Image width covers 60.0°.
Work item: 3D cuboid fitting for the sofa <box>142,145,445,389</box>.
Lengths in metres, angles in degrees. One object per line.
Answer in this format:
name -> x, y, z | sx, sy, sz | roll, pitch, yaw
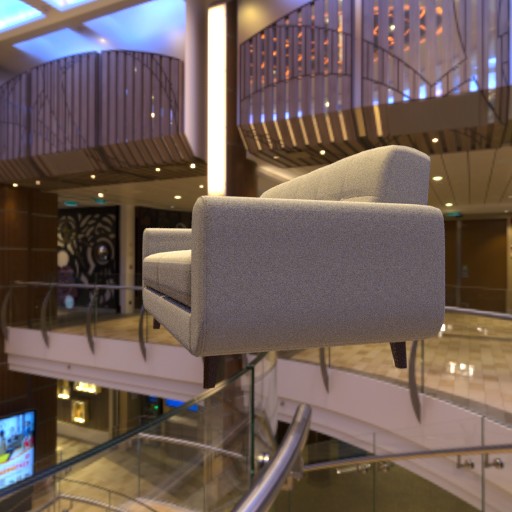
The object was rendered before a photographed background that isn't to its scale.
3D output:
sofa -> 0.000, 0.000, 2.247 | 0.980, 0.892, 1.655 | 0, 0, -20
